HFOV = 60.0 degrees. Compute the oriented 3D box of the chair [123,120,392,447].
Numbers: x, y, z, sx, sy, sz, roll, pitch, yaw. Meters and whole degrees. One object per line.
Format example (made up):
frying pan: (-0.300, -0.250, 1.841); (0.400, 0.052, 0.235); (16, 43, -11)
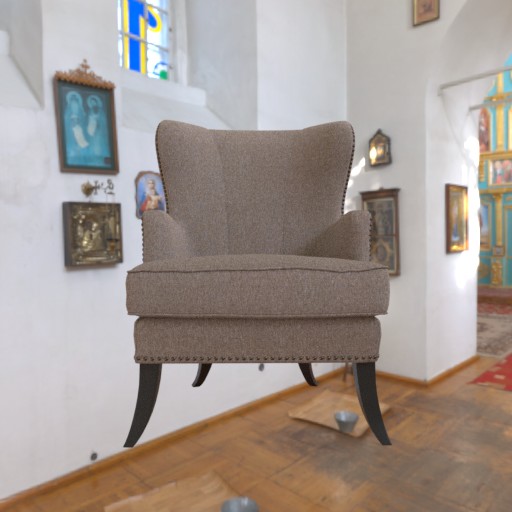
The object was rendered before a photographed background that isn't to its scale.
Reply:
chair: (0.000, 0.000, 1.587); (0.759, 1.060, 0.758); (0, 1, -1)
